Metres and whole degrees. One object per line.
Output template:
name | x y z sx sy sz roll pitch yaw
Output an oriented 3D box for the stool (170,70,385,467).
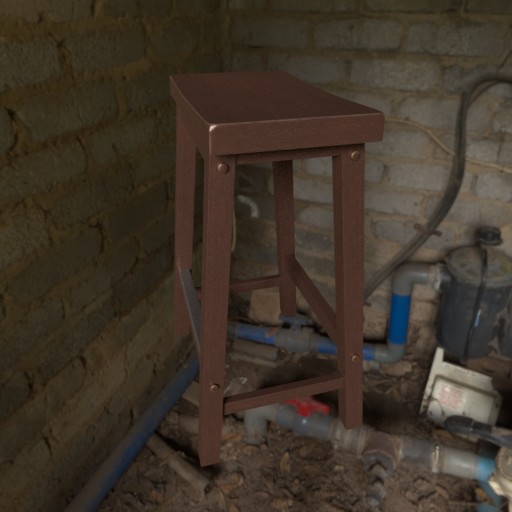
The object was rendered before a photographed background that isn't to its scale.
stool | 0.000 0.000 0.856 0.322 0.610 0.406 -8 31 -14
